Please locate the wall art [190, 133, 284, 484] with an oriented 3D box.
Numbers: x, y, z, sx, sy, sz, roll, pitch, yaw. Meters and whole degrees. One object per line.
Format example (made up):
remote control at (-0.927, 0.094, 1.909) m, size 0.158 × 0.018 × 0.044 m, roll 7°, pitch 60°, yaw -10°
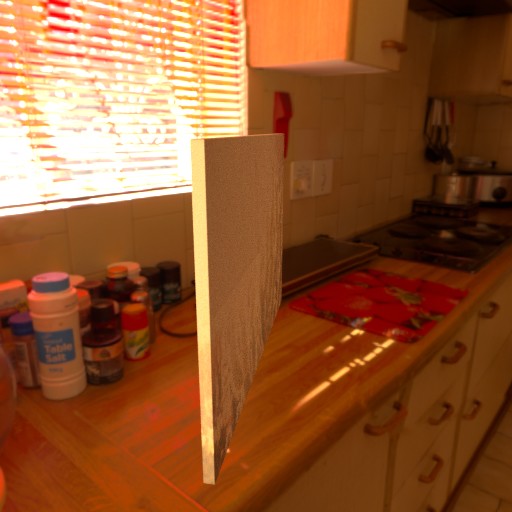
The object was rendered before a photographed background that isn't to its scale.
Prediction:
wall art at (0.000, 0.000, 1.924) m, size 0.038 × 1.012 × 1.525 m, roll 3°, pitch 16°, yaw 10°
